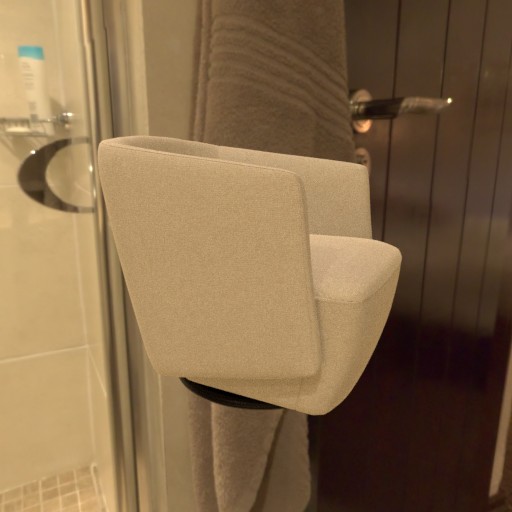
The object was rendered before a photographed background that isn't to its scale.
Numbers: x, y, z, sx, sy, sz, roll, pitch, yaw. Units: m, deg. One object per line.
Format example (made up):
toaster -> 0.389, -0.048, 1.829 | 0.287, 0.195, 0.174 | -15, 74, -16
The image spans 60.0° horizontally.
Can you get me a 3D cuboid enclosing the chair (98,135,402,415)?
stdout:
chair -> 0.000, 0.000, 1.622 | 0.986, 0.861, 0.822 | 6, 15, 25
